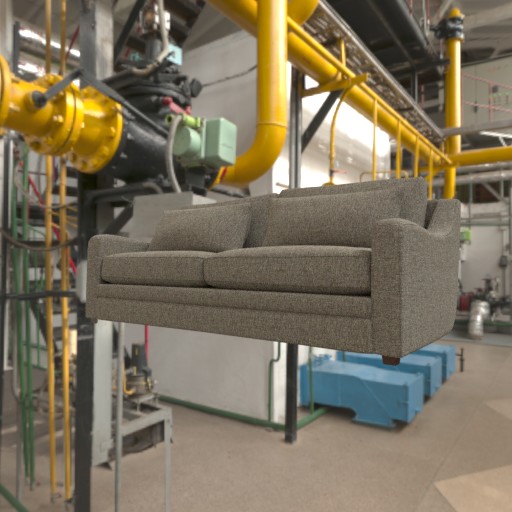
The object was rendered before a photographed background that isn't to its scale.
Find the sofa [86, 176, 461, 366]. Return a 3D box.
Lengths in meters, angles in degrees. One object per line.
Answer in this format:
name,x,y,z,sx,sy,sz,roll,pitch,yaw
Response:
sofa,0.000,0.000,3.042,2.418,0.998,1.103,0,-1,36
